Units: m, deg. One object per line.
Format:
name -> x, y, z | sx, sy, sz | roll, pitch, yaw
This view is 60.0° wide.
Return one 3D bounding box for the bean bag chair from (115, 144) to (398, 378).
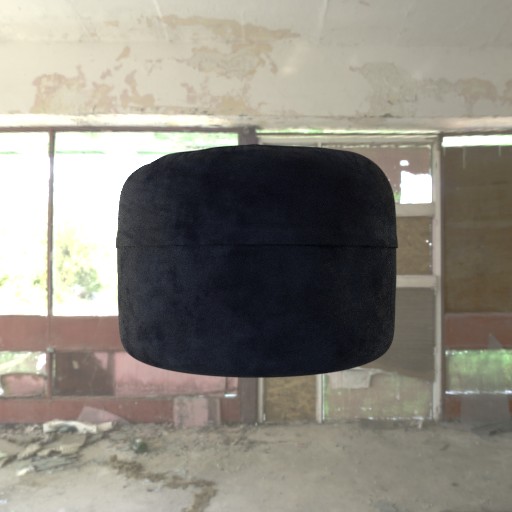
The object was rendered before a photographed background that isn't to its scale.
bean bag chair -> 0.000, 0.000, 1.508 | 0.918, 0.616, 0.918 | 0, 0, 0
